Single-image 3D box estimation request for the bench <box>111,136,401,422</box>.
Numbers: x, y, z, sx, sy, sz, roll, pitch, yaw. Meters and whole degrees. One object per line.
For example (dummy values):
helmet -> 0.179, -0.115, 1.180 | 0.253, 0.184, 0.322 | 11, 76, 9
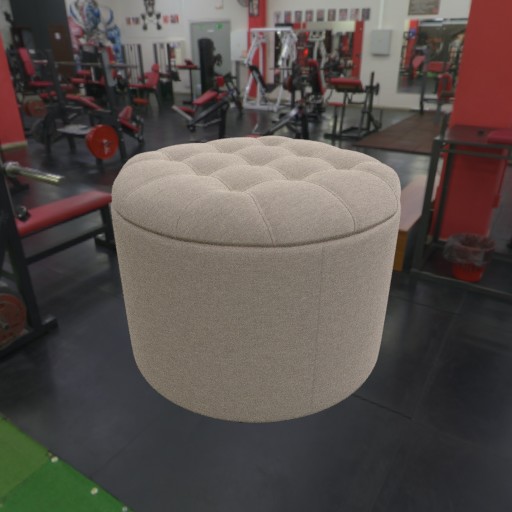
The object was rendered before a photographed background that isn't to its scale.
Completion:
bench -> 0.000, 0.000, 1.017 | 0.600, 0.454, 0.600 | 0, 26, 0
